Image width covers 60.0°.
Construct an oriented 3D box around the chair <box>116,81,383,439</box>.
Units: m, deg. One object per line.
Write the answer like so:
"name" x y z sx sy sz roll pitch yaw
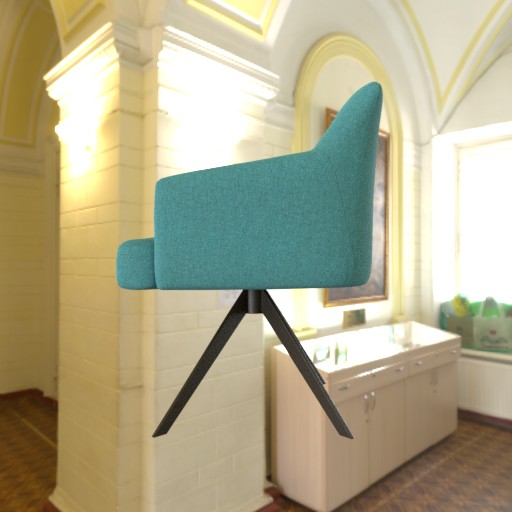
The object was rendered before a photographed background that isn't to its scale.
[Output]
"chair" 0.000 0.000 1.306 0.677 0.874 0.642 0 -1 1
